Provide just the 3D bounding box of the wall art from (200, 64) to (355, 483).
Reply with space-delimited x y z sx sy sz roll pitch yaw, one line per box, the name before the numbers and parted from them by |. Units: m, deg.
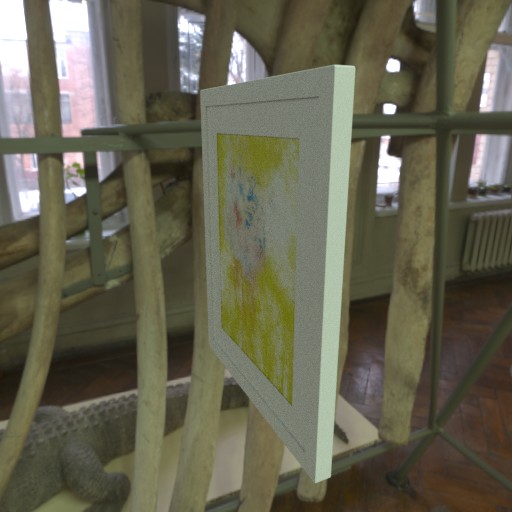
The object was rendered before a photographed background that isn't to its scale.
wall art | 0.000 0.000 0.757 0.028 0.556 0.454 -8 19 -24
